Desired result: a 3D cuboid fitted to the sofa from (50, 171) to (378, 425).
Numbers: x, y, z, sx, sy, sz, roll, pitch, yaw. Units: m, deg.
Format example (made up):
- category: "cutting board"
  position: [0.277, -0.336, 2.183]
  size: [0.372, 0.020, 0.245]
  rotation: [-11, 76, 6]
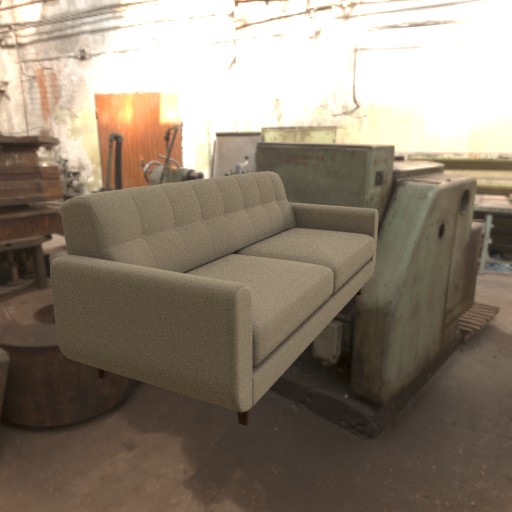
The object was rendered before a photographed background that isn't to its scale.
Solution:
- category: "sofa"
  position: [0.000, 0.000, 2.631]
  size: [0.980, 0.892, 2.137]
  rotation: [7, 16, 27]
